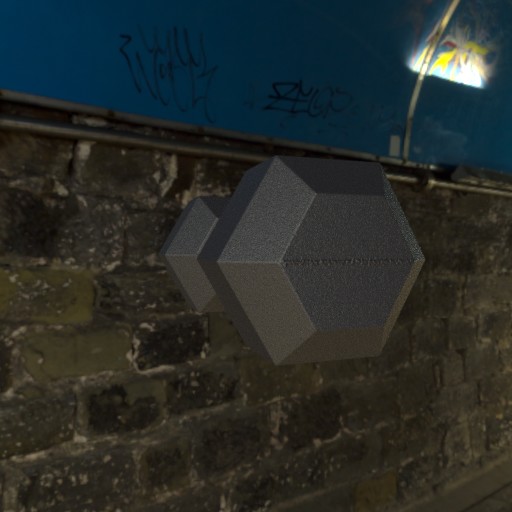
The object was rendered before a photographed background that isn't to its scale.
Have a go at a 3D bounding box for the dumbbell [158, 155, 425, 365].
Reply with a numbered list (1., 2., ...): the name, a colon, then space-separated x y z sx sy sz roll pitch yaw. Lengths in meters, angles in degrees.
1. dumbbell: 0.000 0.000 0.445 0.157 0.137 0.361 0 1 -19
